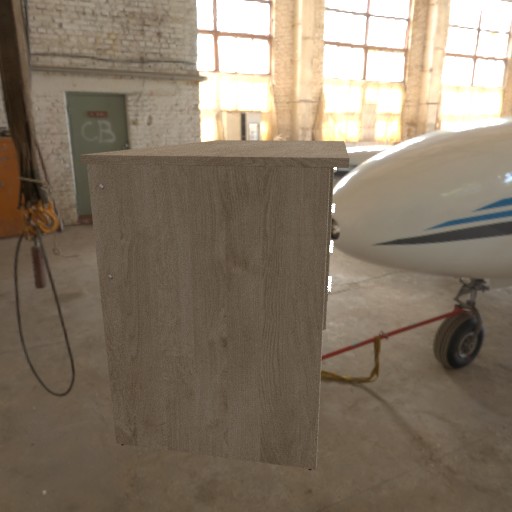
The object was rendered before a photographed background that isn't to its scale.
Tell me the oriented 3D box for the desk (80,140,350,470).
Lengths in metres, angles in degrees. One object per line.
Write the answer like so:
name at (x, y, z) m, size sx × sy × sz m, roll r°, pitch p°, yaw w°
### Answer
desk at (0.000, 0.000, 1.509) m, size 0.560 × 0.730 × 1.096 m, roll 3°, pitch 16°, yaw 10°
